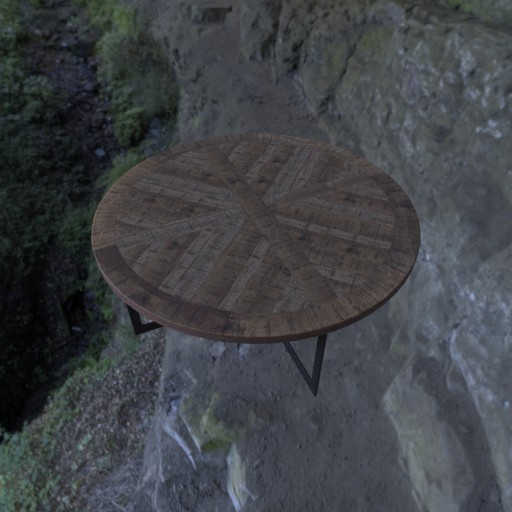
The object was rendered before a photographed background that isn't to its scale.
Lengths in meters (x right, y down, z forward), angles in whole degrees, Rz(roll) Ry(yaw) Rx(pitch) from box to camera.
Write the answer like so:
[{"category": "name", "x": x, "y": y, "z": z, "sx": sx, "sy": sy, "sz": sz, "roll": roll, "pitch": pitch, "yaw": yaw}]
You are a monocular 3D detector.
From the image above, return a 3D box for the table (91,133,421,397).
[{"category": "table", "x": 0.000, "y": 0.000, "z": 1.935, "sx": 1.264, "sy": 0.516, "sz": 1.264, "roll": 0, "pitch": 42, "yaw": 0}]
